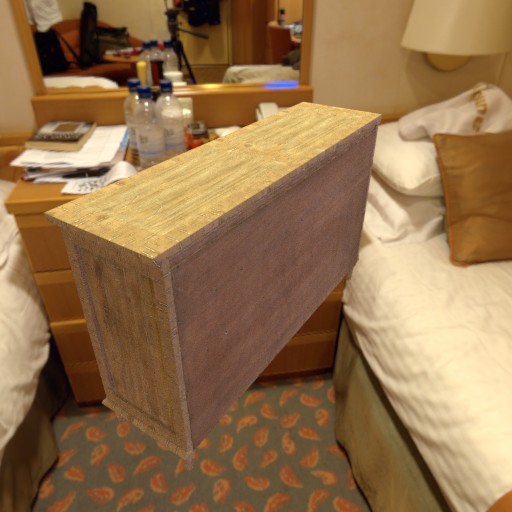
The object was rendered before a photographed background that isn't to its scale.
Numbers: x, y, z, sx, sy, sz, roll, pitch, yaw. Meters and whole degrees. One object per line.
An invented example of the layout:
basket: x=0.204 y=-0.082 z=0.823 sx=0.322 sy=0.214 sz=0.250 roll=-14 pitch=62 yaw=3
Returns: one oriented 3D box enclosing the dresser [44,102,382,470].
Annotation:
dresser: x=0.000 y=0.000 z=2.078 sx=0.457 sy=1.016 sz=1.626 roll=20 pitch=38 yaw=28
